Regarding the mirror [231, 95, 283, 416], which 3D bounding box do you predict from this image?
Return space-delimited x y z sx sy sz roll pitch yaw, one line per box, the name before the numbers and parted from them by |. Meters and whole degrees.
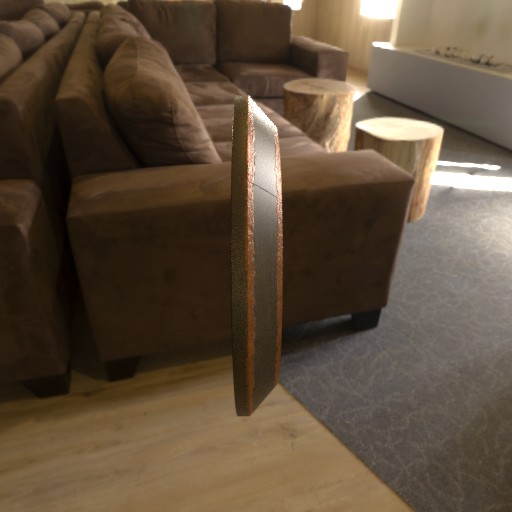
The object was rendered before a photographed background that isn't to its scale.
mirror | 0.000 0.000 1.333 0.111 0.907 0.907 0 32 0
